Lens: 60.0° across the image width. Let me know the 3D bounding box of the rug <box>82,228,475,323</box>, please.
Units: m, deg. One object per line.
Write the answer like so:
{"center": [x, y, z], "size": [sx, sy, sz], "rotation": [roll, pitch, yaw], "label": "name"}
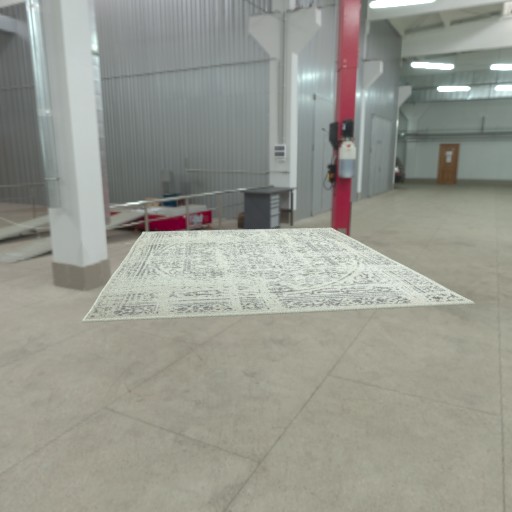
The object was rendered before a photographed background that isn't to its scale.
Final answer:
{"center": [0.000, 0.000, 3.952], "size": [2.311, 0.032, 2.921], "rotation": [-2, 13, -7], "label": "rug"}
